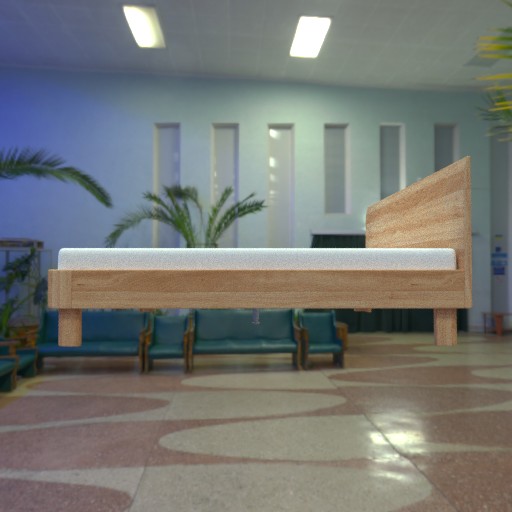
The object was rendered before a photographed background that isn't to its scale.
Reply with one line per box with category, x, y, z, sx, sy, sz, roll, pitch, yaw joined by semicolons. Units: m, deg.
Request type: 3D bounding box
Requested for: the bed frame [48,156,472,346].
bed frame;0.000;0.000;3.093;2.092;0.940;1.872;0;-1;-1
